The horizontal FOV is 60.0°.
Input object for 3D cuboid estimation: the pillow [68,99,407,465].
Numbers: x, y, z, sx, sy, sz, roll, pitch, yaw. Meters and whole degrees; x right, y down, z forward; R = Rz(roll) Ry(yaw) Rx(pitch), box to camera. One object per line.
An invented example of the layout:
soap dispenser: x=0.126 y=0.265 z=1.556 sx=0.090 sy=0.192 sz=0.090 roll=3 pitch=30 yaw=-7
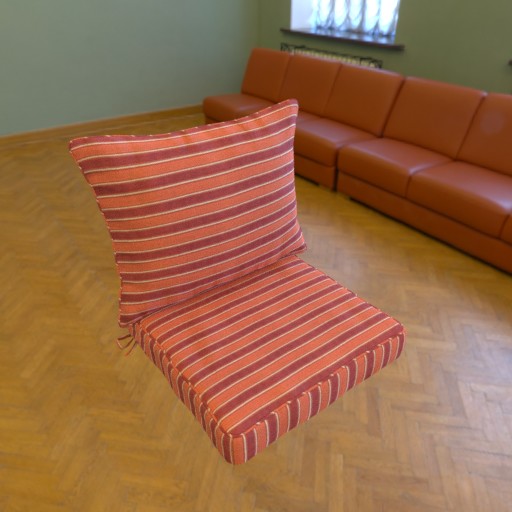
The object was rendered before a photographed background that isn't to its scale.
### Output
pillow: x=0.000 y=0.000 z=1.345 sx=0.799 sy=0.723 sz=0.733 roll=-22 pitch=38 yaw=-30
